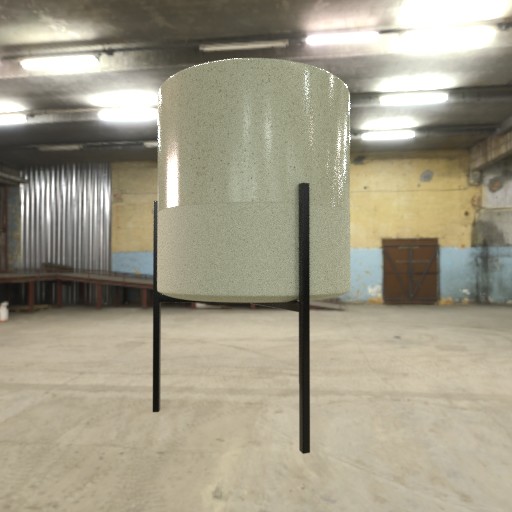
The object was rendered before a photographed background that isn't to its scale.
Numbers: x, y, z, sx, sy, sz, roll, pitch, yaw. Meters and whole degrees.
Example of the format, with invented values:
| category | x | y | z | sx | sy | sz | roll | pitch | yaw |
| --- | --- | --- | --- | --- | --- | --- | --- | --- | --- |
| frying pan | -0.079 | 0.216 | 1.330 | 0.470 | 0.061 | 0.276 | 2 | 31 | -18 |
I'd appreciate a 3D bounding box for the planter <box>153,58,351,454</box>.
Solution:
| category | x | y | z | sx | sy | sz | roll | pitch | yaw |
| --- | --- | --- | --- | --- | --- | --- | --- | --- | --- |
| planter | 0.000 | 0.000 | 0.554 | 0.234 | 0.390 | 0.243 | -1 | -1 | 35 |
